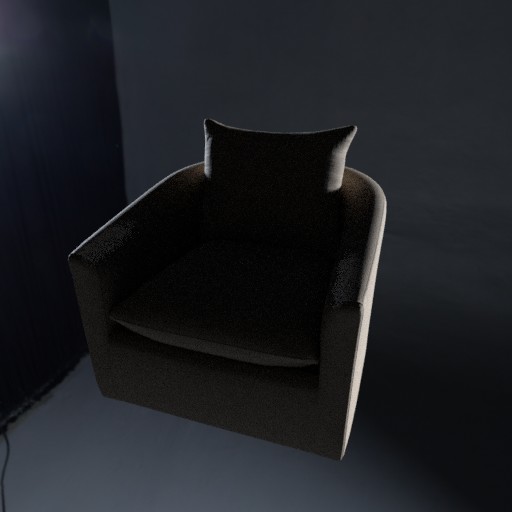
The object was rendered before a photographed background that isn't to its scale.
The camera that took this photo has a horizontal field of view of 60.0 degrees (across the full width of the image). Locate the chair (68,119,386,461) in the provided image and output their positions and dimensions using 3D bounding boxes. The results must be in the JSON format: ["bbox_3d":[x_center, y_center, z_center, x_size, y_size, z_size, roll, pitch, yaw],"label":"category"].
[{"bbox_3d":[0.000,0.000,1.576,0.845,0.848,0.910,8,27,17],"label":"chair"}]
